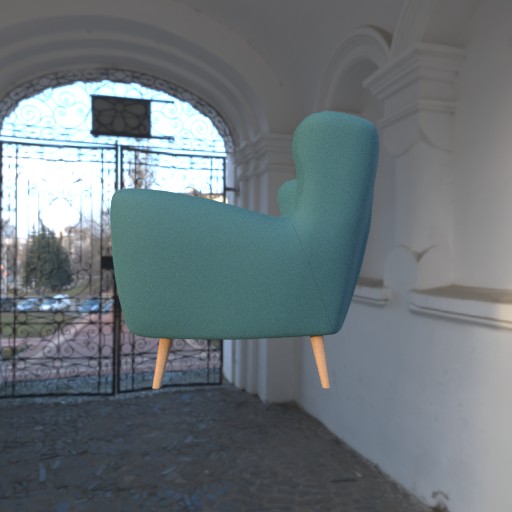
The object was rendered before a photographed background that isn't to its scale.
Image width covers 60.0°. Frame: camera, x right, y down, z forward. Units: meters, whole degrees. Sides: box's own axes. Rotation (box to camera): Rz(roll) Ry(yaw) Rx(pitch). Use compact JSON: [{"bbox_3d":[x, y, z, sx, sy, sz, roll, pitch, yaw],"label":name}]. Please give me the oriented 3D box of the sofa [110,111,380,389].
[{"bbox_3d":[0.000,0.000,1.979,0.889,0.889,1.397,0,0,1],"label":"sofa"}]
